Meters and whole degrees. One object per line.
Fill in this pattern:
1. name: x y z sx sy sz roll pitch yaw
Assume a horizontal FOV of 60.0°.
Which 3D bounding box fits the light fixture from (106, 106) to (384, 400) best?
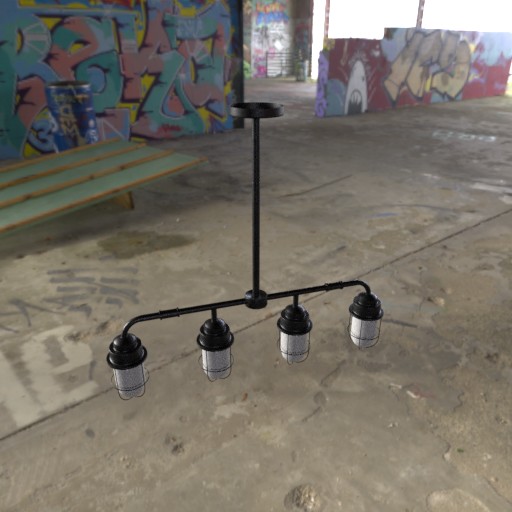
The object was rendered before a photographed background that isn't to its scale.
1. light fixture: 0.000 0.000 1.213 0.852 0.785 0.131 -8 26 -16
